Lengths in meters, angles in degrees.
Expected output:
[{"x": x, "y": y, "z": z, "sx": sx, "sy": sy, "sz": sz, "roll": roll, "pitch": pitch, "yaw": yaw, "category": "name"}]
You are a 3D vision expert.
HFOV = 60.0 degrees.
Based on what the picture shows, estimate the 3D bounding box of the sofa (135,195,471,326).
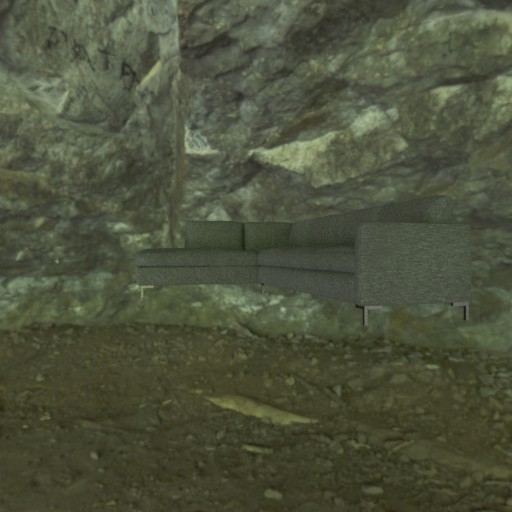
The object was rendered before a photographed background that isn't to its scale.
[{"x": 0.000, "y": 0.000, "z": 3.909, "sx": 2.007, "sy": 0.815, "sz": 2.949, "roll": 0, "pitch": 0, "yaw": -17, "category": "sofa"}]
